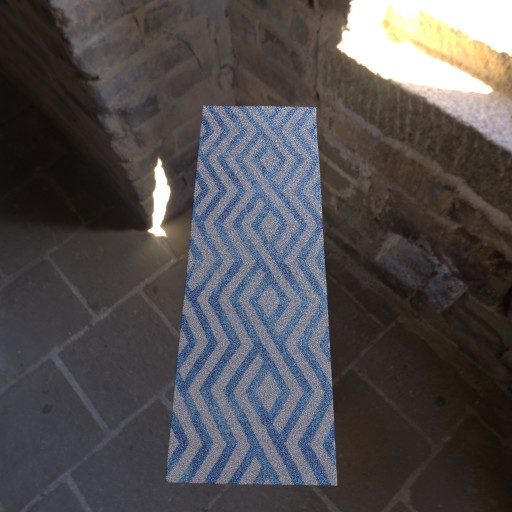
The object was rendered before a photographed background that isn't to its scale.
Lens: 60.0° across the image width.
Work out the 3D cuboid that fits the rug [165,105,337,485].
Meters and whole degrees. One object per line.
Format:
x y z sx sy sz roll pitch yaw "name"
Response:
0.000 0.000 1.629 0.503 0.007 1.492 1 63 1 "rug"
